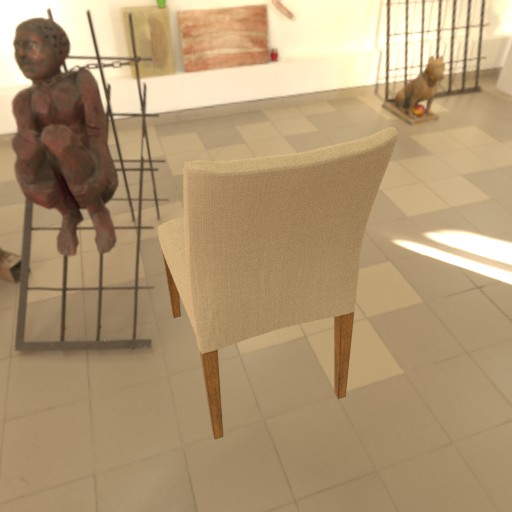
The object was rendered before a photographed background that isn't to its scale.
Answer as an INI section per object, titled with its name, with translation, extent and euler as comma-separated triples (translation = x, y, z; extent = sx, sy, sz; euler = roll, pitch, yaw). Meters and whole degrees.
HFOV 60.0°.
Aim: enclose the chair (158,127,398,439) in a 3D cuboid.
[chair]
translation = 0.000, 0.000, 1.294
extent = 0.496, 0.940, 0.585
euler = -13, 43, -14
